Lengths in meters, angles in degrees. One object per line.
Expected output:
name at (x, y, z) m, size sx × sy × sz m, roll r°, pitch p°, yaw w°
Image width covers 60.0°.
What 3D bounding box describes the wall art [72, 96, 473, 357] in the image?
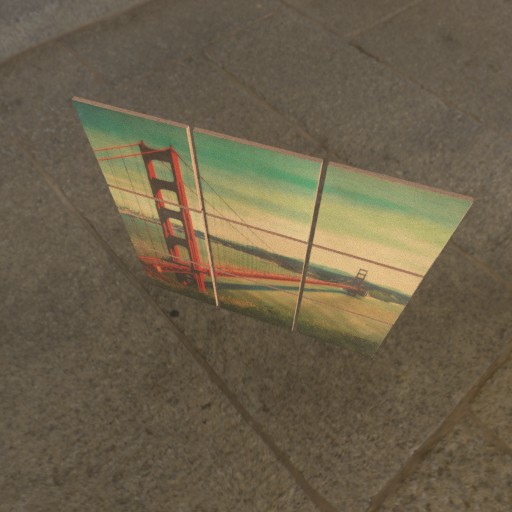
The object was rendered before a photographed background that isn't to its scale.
wall art at (0.000, 0.000, 1.788) m, size 1.217 × 1.207 × 0.016 m, roll 17°, pitch 59°, yaw 10°
